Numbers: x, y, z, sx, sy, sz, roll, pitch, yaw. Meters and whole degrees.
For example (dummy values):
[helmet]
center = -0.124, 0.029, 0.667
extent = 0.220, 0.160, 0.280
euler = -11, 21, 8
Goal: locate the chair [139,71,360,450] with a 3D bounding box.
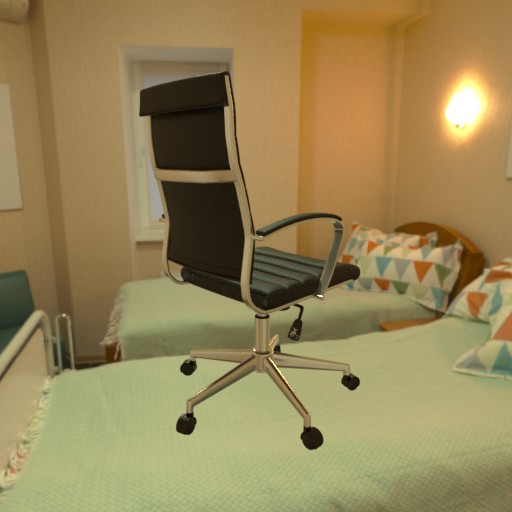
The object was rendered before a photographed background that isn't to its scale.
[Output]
[chair]
center = 0.000, 0.000, 1.635
extent = 0.739, 1.149, 0.766
euler = -11, 17, -42
